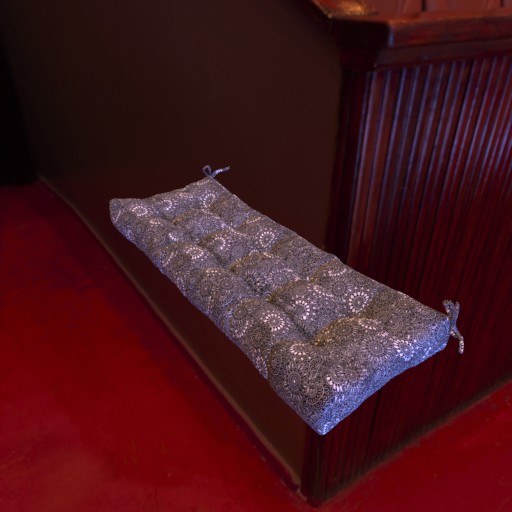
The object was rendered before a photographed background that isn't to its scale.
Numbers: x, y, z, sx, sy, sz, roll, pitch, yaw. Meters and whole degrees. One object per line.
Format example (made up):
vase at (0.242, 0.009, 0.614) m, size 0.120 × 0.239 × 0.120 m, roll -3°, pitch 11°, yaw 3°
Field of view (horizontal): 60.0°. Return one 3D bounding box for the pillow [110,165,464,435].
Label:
pillow at (0.000, 0.000, 1.352) m, size 0.511 × 0.174 × 1.194 m, roll -22°, pitch 38°, yaw -30°
